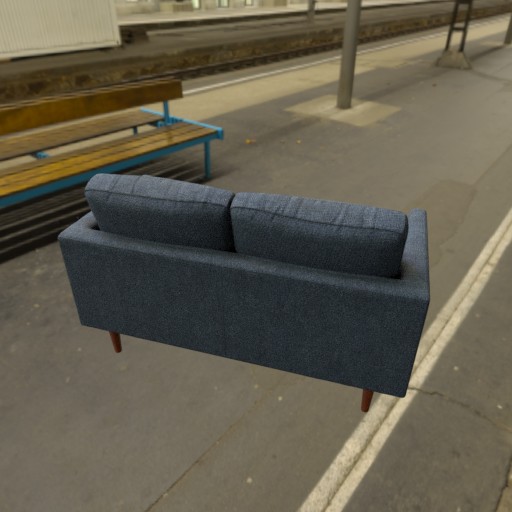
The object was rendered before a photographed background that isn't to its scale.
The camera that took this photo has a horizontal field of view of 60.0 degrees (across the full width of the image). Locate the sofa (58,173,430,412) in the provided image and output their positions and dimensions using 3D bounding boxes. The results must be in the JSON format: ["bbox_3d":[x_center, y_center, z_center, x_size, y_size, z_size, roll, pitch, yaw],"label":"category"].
[{"bbox_3d":[0.000,0.000,2.206,1.582,0.944,0.903,9,33,15],"label":"sofa"}]
